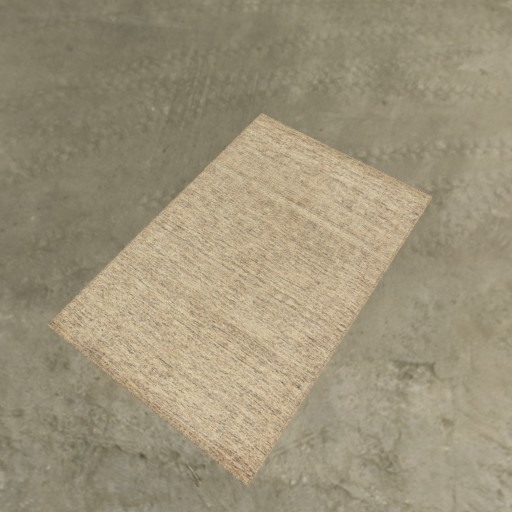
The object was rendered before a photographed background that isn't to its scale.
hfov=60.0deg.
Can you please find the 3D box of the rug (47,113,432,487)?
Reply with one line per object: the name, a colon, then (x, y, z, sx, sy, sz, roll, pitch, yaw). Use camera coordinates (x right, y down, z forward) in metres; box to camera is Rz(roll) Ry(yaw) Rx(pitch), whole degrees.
rug: (0.000, 0.000, 2.361, 1.211, 0.018, 1.822, 31, 64, 17)
